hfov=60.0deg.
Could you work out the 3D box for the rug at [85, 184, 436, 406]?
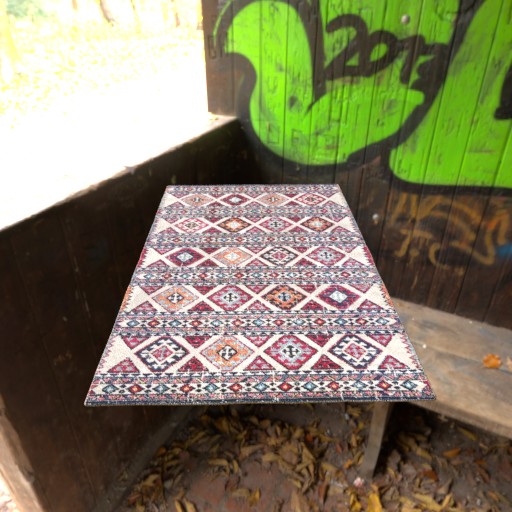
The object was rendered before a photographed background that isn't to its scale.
[{"bbox_3d":[0.000,0.000,2.957,1.545,0.010,2.440,-1,32,-1],"label":"rug"}]
